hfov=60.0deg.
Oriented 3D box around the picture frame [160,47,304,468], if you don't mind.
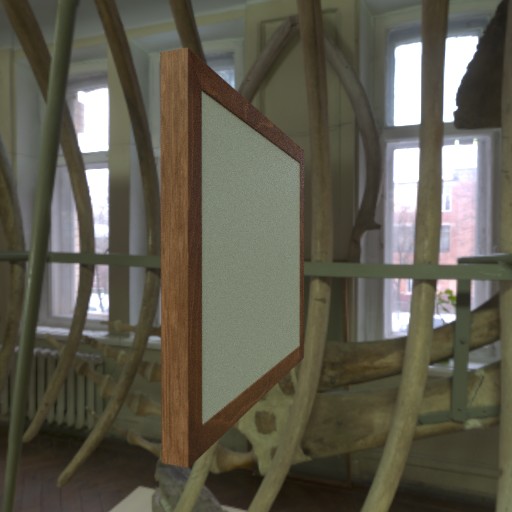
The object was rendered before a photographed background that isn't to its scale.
[{"bbox_3d":[0.000,0.000,0.531,0.025,0.330,0.381,0,1,20],"label":"picture frame"}]
